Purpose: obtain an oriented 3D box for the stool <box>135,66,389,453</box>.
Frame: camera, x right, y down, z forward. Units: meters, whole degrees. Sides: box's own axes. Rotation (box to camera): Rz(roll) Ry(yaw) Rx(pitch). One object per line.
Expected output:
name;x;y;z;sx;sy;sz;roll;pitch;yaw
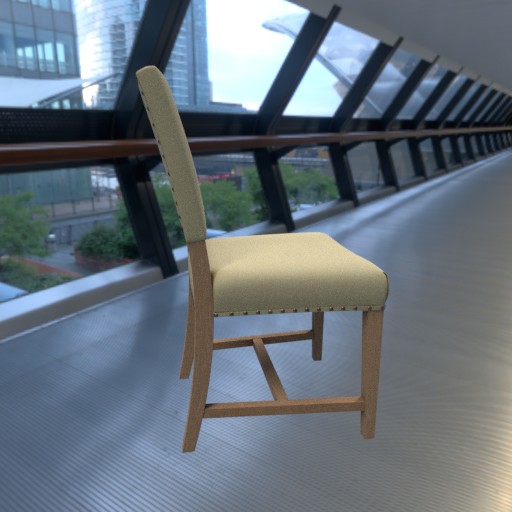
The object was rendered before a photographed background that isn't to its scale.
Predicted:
stool;0.000;0.000;1.329;0.623;0.986;0.508;-3;15;-10
